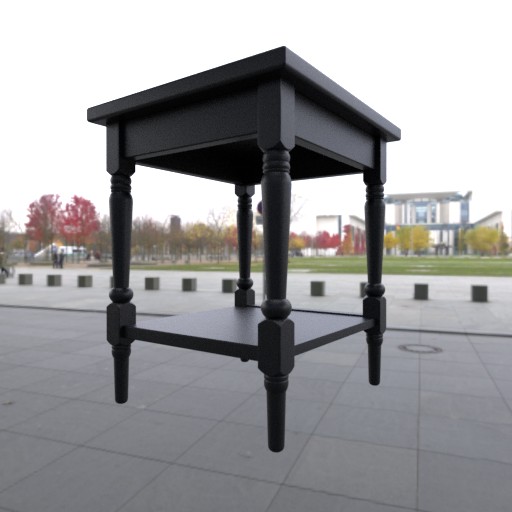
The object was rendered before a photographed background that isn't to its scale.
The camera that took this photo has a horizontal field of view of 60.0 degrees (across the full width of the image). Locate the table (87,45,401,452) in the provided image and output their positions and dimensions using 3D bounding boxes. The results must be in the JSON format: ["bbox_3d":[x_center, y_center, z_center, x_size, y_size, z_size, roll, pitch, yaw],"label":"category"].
[{"bbox_3d":[0.000,0.000,0.912,0.442,0.565,0.488,0,1,35],"label":"table"}]
